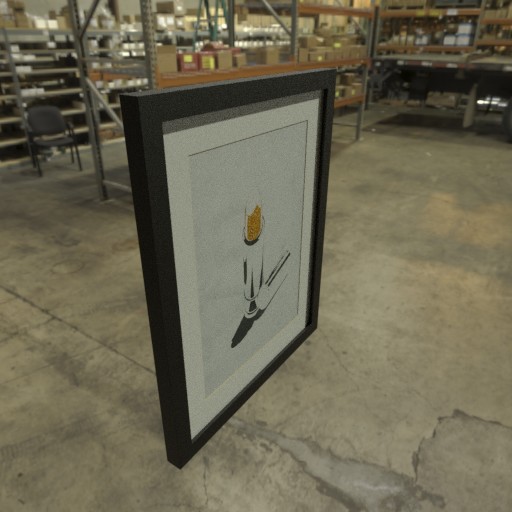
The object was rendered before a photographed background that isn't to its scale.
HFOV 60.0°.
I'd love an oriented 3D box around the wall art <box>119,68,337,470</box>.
[{"bbox_3d":[0.000,0.000,0.747,0.029,0.559,0.457,18,32,31],"label":"wall art"}]
